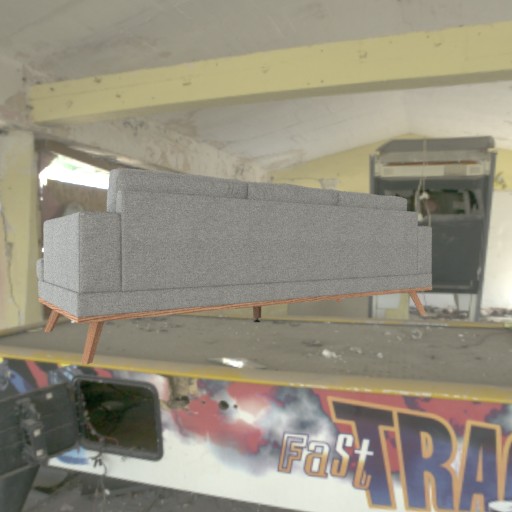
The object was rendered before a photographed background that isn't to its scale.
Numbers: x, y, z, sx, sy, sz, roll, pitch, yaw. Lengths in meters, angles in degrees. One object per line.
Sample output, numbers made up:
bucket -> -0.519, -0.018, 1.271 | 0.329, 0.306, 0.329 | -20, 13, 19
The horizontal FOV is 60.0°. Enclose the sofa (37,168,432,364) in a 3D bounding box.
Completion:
sofa -> 0.000, 0.000, 2.713 | 2.310, 0.810, 0.920 | -1, 1, -35
